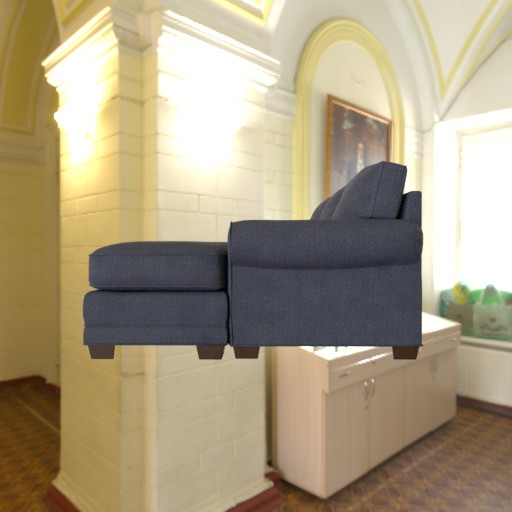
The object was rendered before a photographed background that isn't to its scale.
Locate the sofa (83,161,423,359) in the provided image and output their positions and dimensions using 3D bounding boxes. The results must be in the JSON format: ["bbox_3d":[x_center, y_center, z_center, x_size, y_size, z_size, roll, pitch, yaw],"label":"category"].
[{"bbox_3d":[0.000,0.000,3.484,1.780,1.063,2.567,0,0,1],"label":"sofa"}]
